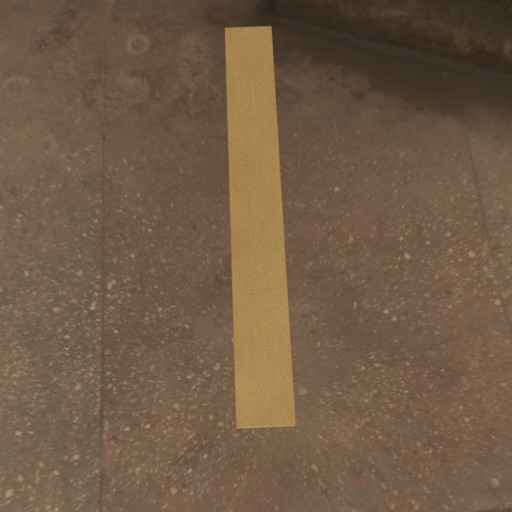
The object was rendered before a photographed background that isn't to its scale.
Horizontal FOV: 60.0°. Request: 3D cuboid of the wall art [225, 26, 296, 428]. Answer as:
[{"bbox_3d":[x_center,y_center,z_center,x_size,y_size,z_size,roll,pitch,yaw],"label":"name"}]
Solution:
[{"bbox_3d":[0.000,0.000,0.468,0.038,0.305,0.305,-2,75,-1],"label":"wall art"}]
